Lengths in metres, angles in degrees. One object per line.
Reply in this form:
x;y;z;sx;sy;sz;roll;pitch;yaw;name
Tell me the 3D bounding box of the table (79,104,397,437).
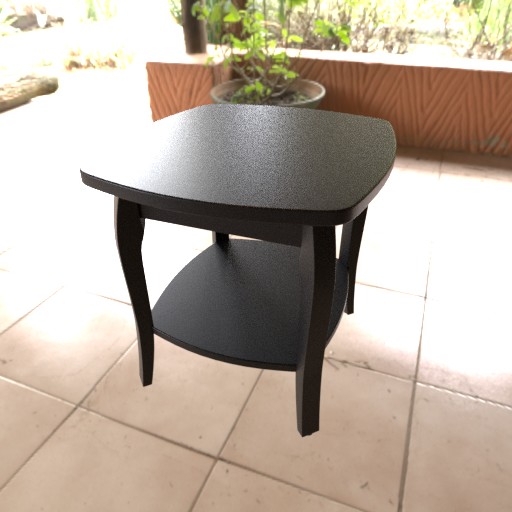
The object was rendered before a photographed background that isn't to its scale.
0.000;0.000;0.870;0.457;0.457;0.508;11;33;17;table
